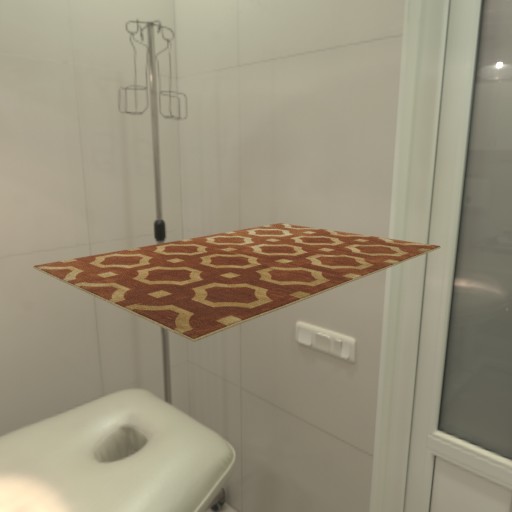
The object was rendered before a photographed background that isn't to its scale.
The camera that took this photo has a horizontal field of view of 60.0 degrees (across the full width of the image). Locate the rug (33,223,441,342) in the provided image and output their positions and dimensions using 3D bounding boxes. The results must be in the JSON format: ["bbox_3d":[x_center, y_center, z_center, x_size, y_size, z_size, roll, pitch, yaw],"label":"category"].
[{"bbox_3d":[0.000,0.000,2.961,1.555,0.016,2.286,12,18,42],"label":"rug"}]
